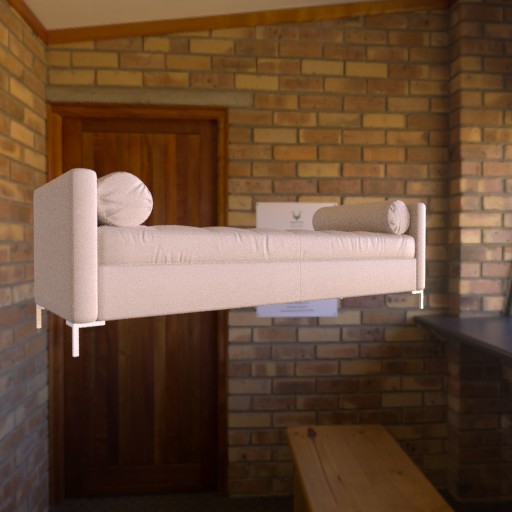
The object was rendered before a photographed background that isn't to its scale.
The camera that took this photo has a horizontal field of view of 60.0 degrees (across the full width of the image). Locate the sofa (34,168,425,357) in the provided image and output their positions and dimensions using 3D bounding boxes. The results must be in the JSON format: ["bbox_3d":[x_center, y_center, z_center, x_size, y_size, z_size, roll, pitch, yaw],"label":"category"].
[{"bbox_3d":[0.000,0.000,2.300,1.981,0.635,0.686,-1,1,-36],"label":"sofa"}]
